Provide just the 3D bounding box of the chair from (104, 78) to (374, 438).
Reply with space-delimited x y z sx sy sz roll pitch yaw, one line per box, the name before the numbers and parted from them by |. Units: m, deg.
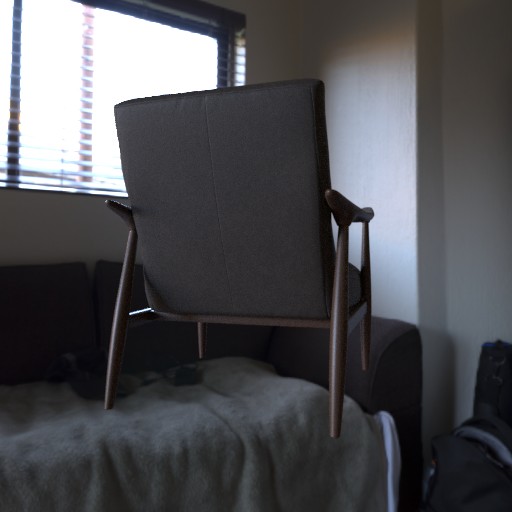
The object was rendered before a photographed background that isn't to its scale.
chair | 0.000 0.000 1.448 0.741 0.831 0.798 0 -1 18
